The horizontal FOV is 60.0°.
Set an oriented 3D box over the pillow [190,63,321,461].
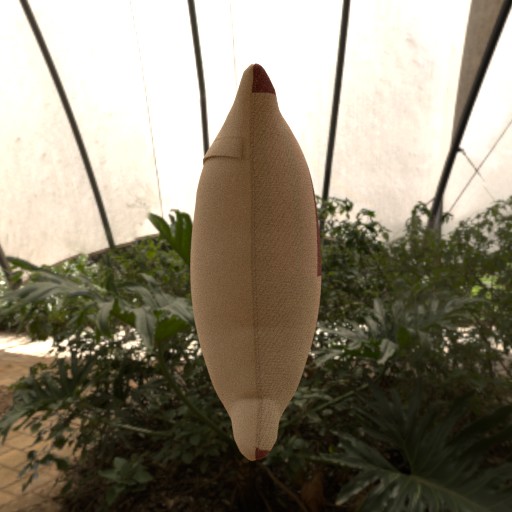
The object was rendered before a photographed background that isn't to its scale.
[{"bbox_3d":[0.000,0.000,0.806,0.229,0.506,0.536,0,0,0],"label":"pillow"}]
